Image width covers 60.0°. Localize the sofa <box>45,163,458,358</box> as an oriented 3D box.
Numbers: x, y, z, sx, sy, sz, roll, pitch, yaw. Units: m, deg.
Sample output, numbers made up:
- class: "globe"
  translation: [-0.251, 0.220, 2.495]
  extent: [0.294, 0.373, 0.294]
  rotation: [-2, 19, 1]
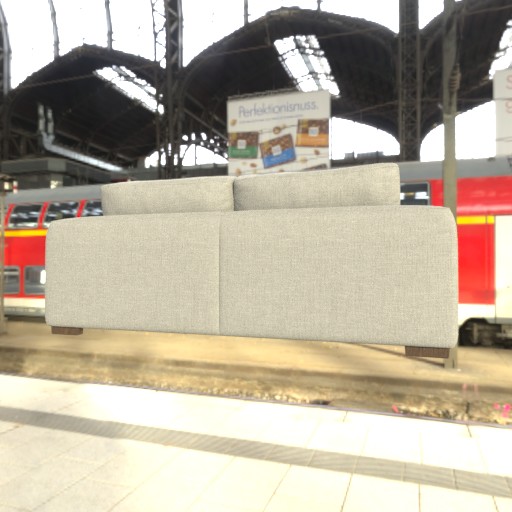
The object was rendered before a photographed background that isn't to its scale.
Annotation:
- class: "sofa"
  translation: [0.000, 0.000, 2.430]
  extent: [1.920, 0.800, 1.069]
  rotation: [0, -1, 18]
